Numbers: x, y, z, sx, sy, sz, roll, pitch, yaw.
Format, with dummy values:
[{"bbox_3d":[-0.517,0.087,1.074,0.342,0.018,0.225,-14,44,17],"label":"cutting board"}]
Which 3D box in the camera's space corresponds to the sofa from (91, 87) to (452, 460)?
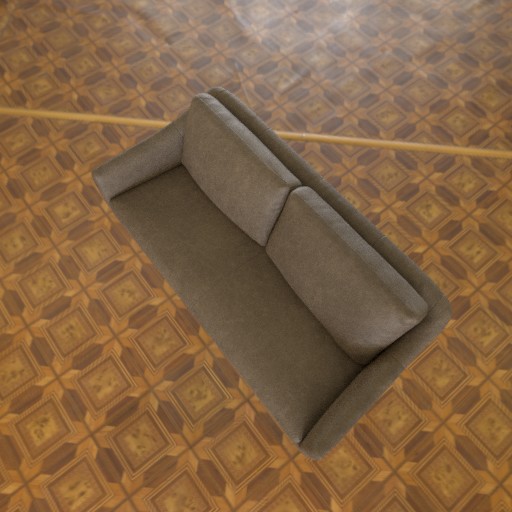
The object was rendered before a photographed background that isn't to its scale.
[{"bbox_3d":[0.000,0.000,2.562,0.960,0.902,2.036,-36,69,-16],"label":"sofa"}]
